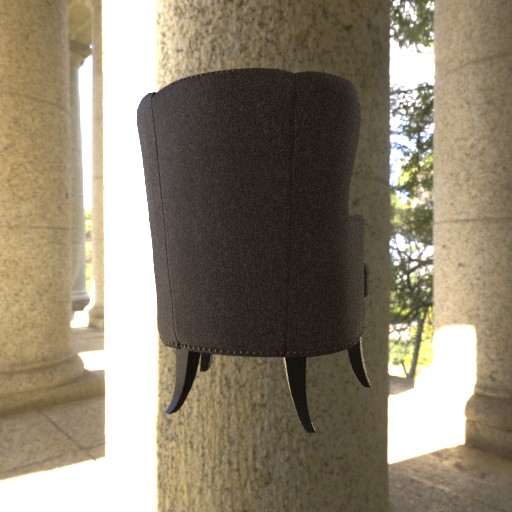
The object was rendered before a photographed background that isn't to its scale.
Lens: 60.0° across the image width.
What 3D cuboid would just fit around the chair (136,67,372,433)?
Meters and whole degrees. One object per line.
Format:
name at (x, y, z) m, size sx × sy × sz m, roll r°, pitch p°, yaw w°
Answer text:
chair at (0.000, 0.000, 1.595) m, size 0.759 × 1.060 × 0.758 m, roll 0°, pitch 0°, yaw 19°
